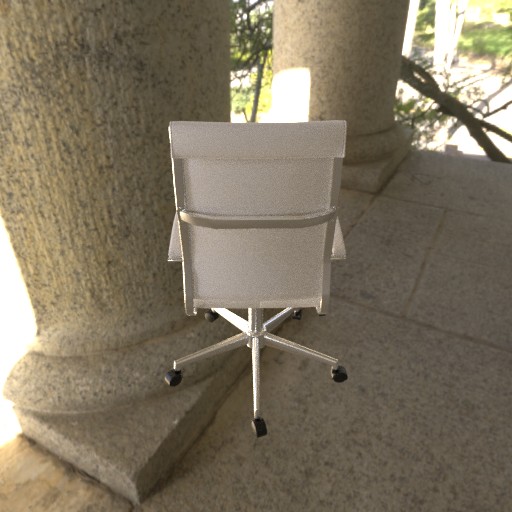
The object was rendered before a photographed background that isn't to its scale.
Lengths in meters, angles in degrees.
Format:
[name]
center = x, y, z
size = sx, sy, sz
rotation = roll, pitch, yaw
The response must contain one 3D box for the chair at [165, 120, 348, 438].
[chair]
center = 0.000, 0.000, 1.650
size = 0.766, 1.149, 0.739
rotation = -1, 31, -1
